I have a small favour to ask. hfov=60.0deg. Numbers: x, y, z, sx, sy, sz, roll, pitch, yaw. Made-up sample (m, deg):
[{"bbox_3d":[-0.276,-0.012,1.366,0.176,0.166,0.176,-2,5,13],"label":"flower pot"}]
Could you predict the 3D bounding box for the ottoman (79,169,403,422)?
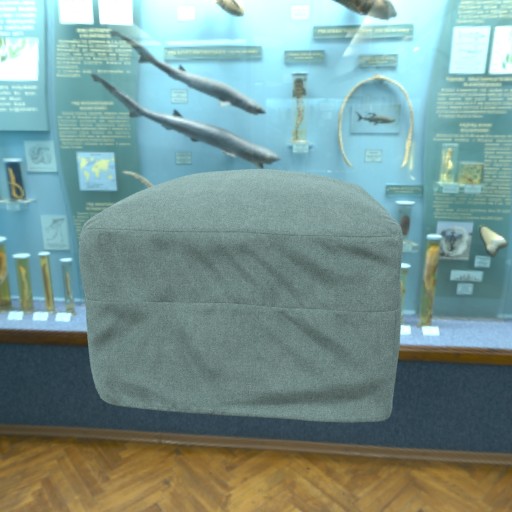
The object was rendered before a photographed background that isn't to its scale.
[{"bbox_3d":[0.000,0.000,1.268,0.683,0.481,0.837,2,15,6],"label":"ottoman"}]
